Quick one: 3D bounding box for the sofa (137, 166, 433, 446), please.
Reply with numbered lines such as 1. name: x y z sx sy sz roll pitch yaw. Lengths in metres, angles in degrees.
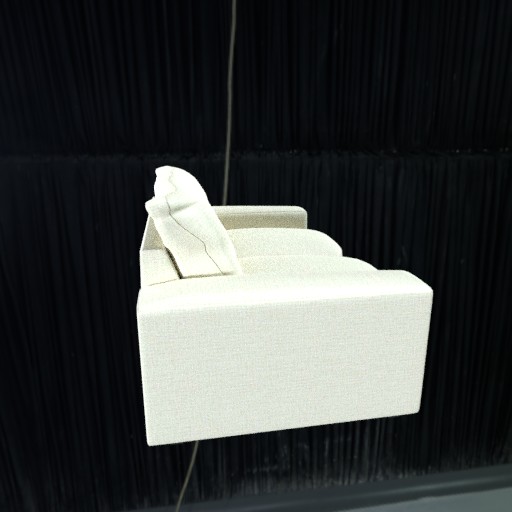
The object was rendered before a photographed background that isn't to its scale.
1. sofa: 0.000 0.000 2.333 1.091 0.875 1.754 -3 16 -10
